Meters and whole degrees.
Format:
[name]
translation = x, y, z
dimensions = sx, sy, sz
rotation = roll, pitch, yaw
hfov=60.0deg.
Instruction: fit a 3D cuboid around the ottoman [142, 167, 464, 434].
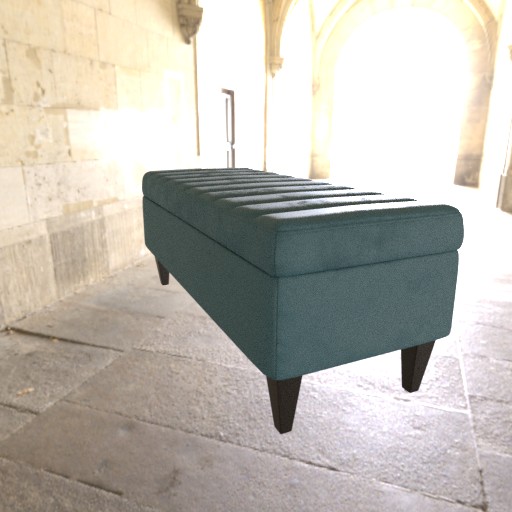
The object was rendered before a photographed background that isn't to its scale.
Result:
[ottoman]
translation = 0.000, 0.000, 1.404
dimensions = 0.482, 0.469, 1.151
rotation = -7, 17, -24
